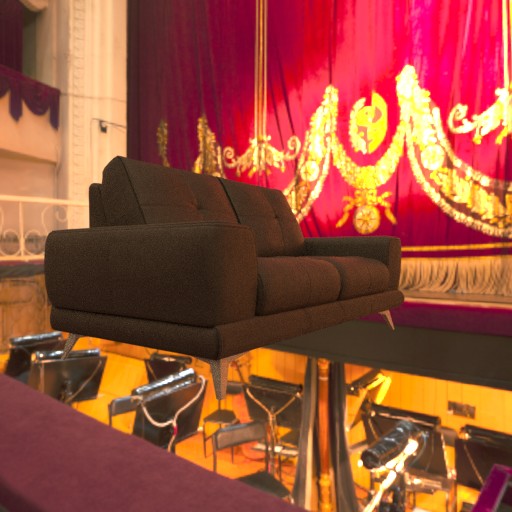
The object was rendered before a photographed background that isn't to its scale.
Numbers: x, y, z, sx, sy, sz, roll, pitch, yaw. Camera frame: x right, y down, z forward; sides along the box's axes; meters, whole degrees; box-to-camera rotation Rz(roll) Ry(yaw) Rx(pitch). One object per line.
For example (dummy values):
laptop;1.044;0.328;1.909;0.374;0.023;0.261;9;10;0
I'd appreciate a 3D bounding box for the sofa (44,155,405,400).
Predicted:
sofa;0.000;0.000;2.335;1.018;0.907;1.806;0;0;36
